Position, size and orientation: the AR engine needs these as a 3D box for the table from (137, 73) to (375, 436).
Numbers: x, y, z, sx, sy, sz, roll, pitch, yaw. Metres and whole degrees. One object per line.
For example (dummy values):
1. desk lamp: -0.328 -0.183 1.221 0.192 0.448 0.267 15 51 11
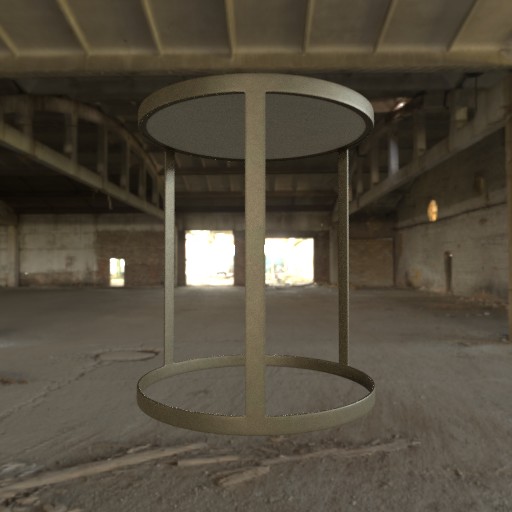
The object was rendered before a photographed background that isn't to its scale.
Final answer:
1. table: 0.000 0.000 0.929 0.480 0.565 0.480 0 -1 0
